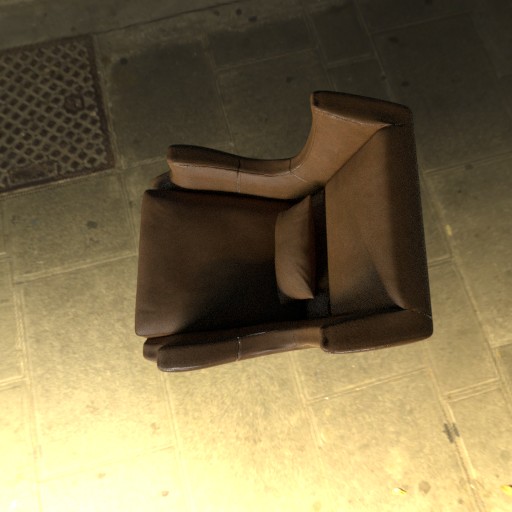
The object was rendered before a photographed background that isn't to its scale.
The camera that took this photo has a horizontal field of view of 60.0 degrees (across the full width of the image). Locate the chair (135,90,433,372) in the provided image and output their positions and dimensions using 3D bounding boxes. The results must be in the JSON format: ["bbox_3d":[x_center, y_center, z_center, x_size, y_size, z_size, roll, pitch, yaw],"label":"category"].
[{"bbox_3d":[0.000,0.000,1.685,0.925,1.016,0.852,0,76,0],"label":"chair"}]
